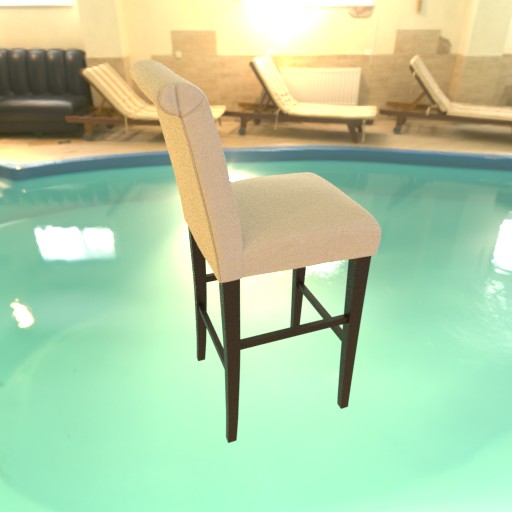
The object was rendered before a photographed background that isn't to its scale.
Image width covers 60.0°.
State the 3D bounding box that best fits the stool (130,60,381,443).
[{"bbox_3d":[0.000,0.000,1.410,0.597,1.124,0.452,-10,31,-18],"label":"stool"}]
